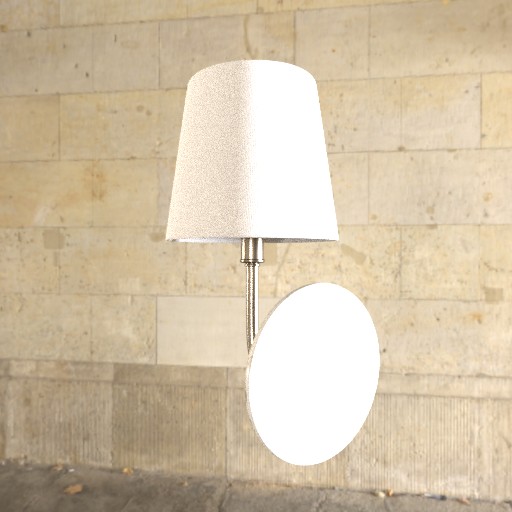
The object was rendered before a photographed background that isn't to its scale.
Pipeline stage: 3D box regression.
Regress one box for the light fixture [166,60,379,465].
[{"bbox_3d":[0.000,0.000,0.438,0.168,0.337,0.188,0,0,-35],"label":"light fixture"}]
